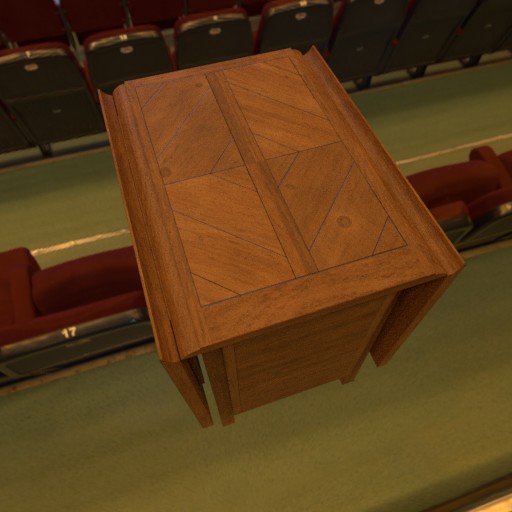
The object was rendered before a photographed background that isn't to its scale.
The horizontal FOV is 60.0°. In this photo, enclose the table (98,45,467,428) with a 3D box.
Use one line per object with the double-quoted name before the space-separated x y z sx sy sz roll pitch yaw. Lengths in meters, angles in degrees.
"table" 0.000 0.000 1.293 0.591 0.763 0.746 -16 59 -10
